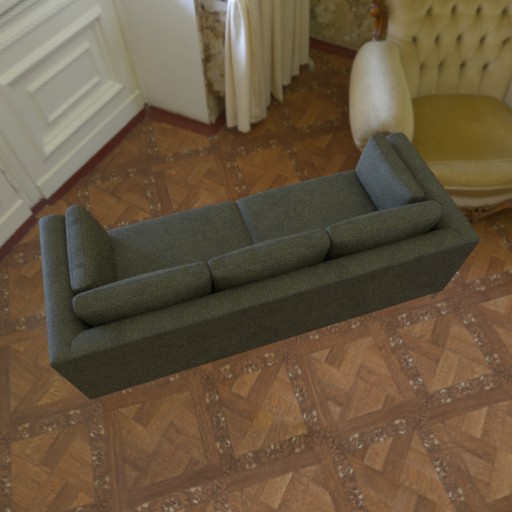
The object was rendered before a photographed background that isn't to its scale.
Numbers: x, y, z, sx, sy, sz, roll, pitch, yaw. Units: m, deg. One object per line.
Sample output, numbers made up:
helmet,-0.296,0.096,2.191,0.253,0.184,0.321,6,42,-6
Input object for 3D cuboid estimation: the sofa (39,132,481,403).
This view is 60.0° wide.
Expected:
sofa,0.000,0.000,2.850,2.415,0.867,0.969,-15,59,-10
